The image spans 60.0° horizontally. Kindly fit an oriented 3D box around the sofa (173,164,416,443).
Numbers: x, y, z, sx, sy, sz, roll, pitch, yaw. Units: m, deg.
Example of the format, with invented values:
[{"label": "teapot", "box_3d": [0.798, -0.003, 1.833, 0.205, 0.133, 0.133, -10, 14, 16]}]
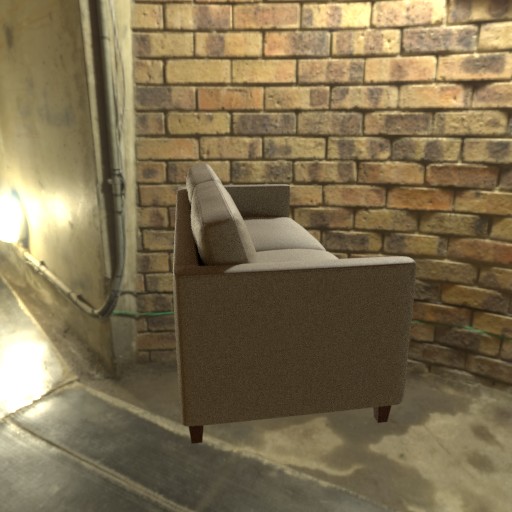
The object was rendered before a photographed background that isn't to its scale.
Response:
[{"label": "sofa", "box_3d": [0.000, 0.000, 2.711, 0.956, 0.963, 2.208, -3, 17, -9]}]
